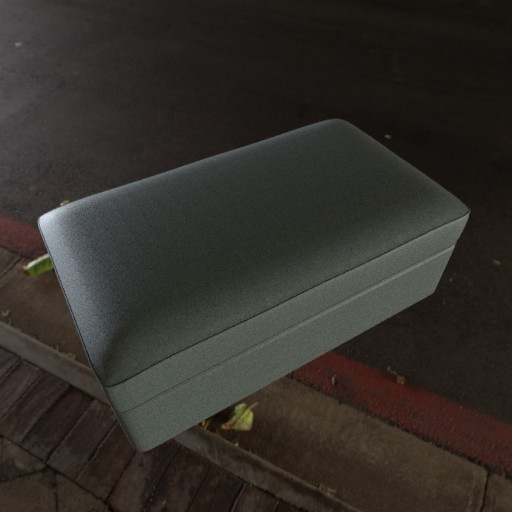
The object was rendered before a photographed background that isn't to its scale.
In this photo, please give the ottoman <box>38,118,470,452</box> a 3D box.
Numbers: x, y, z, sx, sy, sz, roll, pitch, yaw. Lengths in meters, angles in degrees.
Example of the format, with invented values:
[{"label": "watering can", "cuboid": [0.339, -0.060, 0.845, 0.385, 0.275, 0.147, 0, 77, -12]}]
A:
[{"label": "ottoman", "cuboid": [0.000, 0.000, 1.489, 1.173, 0.494, 0.681, -23, 51, -21]}]
